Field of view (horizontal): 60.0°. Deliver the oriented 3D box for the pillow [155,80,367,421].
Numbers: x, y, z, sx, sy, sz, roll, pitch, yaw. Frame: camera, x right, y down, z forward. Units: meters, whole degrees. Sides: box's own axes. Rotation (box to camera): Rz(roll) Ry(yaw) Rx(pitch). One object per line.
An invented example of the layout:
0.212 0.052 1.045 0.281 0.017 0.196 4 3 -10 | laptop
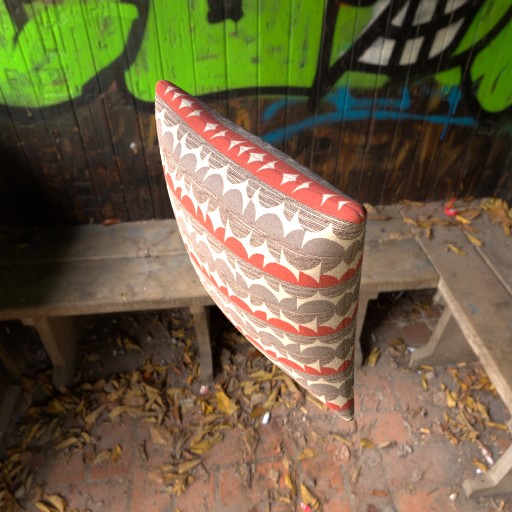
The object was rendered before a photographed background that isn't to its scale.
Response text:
0.000 0.000 0.658 0.180 0.410 0.420 -24 46 -26 | pillow
